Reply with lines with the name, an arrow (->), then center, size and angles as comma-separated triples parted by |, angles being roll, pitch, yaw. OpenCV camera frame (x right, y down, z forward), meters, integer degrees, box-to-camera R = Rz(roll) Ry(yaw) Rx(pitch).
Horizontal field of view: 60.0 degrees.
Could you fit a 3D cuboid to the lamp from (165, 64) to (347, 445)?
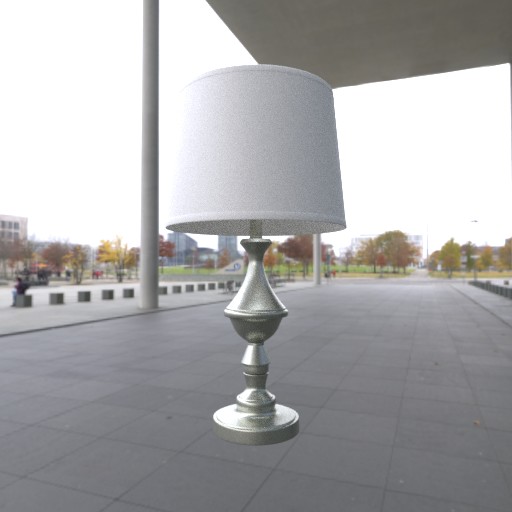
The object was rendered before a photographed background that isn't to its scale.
lamp -> 0.000, 0.000, 0.952 | 0.383, 0.733, 0.383 | 0, -2, 0
